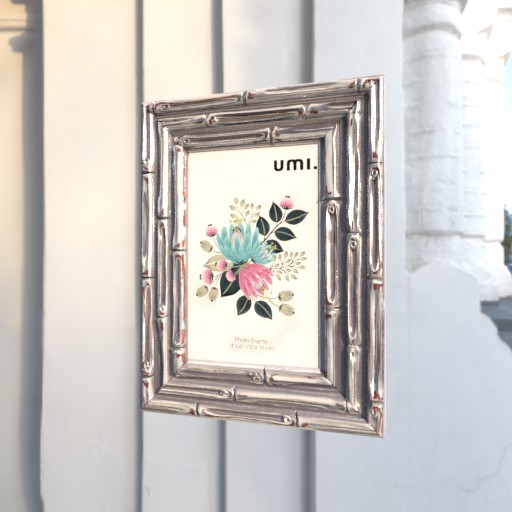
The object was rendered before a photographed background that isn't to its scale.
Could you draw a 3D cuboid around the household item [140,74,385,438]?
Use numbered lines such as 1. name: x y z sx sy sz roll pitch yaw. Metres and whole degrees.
1. household item: 0.000 0.000 0.294 0.165 0.216 0.025 0 -1 17
